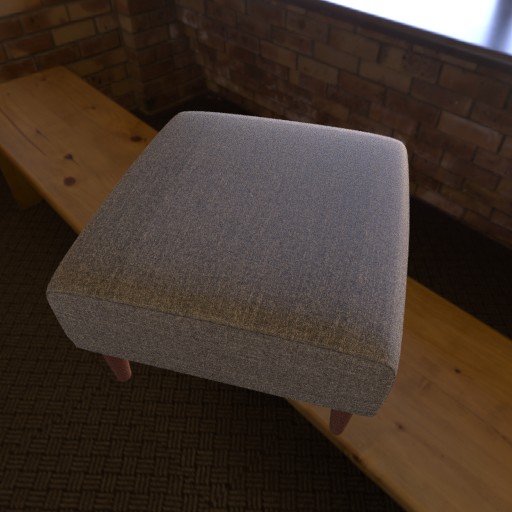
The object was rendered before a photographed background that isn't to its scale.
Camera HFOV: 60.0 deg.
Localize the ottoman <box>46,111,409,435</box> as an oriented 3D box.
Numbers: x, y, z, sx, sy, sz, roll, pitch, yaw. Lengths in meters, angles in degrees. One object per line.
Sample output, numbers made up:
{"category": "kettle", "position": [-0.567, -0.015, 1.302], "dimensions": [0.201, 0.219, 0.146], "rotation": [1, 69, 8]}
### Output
{"category": "ottoman", "position": [0.000, 0.000, 1.055], "dimensions": [0.648, 0.399, 0.655], "rotation": [11, 47, 10]}
